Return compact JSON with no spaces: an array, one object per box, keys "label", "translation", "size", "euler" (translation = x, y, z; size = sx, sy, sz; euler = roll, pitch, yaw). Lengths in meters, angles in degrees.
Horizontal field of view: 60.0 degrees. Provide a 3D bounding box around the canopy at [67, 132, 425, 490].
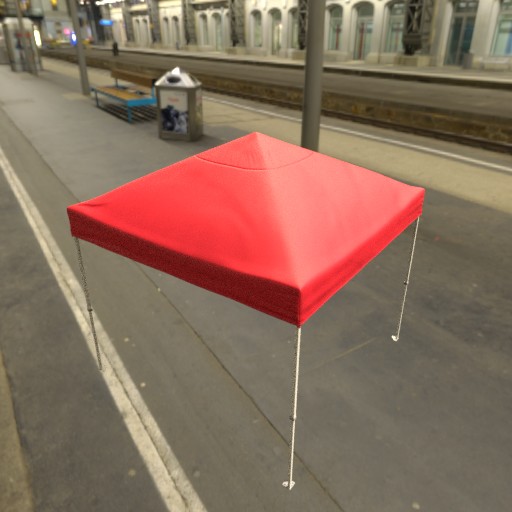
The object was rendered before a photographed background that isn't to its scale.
[{"label":"canopy","translation":[0.000,0.000,5.467],"size":[2.998,2.997,2.996],"euler":[18,32,32]}]
